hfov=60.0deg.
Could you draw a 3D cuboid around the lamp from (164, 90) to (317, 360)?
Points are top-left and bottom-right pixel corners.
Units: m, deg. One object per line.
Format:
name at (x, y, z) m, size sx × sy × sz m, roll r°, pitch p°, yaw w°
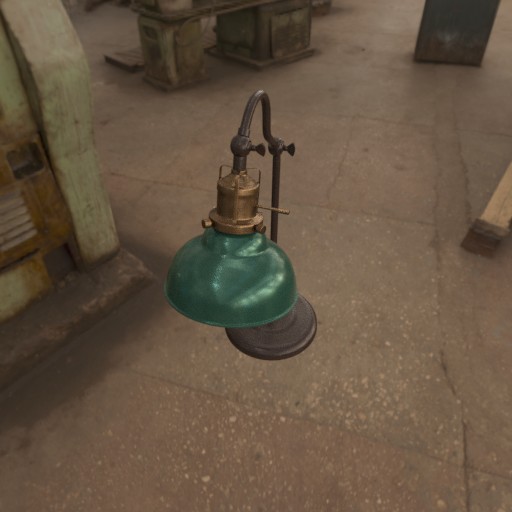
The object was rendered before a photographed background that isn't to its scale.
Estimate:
lamp at (0.000, 0.000, 0.691) m, size 0.192 × 0.508 × 0.374 m, roll 13°, pitch 42°, yaw 15°
